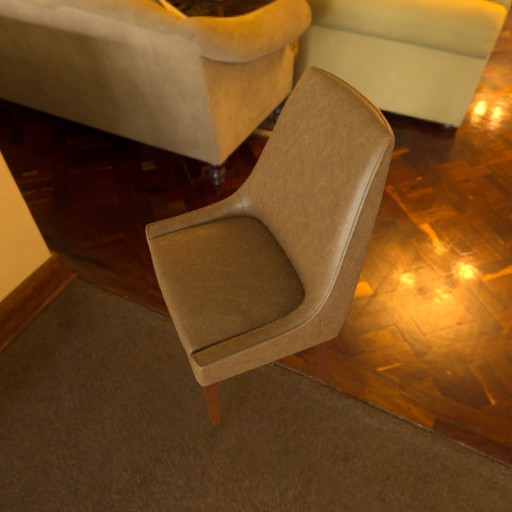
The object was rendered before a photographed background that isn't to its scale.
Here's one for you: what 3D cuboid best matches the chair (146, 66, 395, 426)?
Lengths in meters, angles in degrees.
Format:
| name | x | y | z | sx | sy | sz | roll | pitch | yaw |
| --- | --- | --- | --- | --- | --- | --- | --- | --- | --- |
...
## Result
| name | x | y | z | sx | sy | sz | roll | pitch | yaw |
| --- | --- | --- | --- | --- | --- | --- | --- | --- | --- |
| chair | 0.000 | 0.000 | 1.238 | 0.544 | 0.861 | 0.529 | -17 | 49 | -15 |
